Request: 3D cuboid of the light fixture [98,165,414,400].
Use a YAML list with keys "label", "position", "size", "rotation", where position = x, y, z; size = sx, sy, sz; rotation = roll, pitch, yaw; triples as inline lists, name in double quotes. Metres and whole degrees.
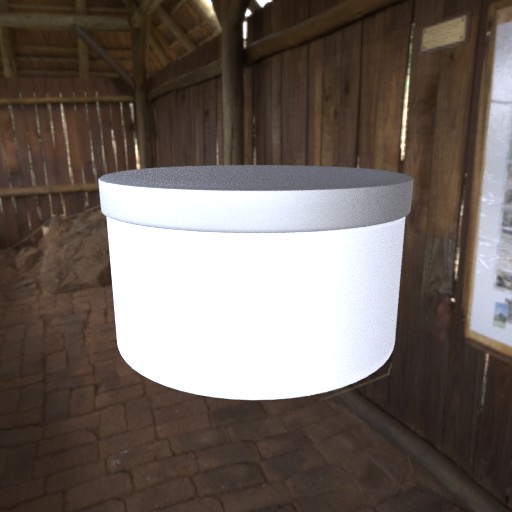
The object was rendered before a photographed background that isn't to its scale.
- label: "light fixture"
  position: [0.000, 0.000, 0.613]
  size: [0.393, 0.229, 0.393]
  rotation: [0, 14, 0]
